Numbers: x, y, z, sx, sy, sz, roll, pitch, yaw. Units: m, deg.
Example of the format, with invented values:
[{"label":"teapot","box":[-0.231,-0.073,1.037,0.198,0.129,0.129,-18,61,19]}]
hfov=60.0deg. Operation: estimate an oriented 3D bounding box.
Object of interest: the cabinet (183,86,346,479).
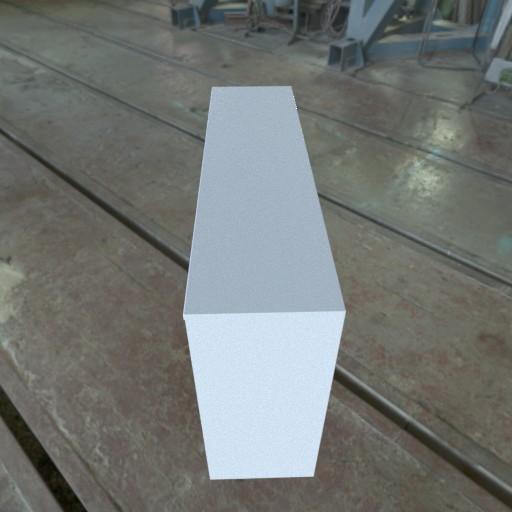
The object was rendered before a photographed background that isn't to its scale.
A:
[{"label":"cabinet","box":[0.000,0.000,1.874,0.380,0.900,1.450,-1,41,-1]}]
